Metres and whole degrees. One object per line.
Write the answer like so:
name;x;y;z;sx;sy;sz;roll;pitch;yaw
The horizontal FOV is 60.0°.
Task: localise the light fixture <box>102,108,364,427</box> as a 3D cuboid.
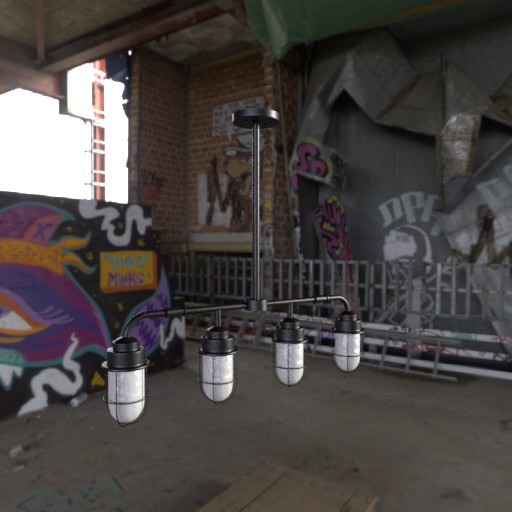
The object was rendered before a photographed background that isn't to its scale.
light fixture;0.000;0.000;1.245;0.852;0.785;0.131;-1;1;-36
